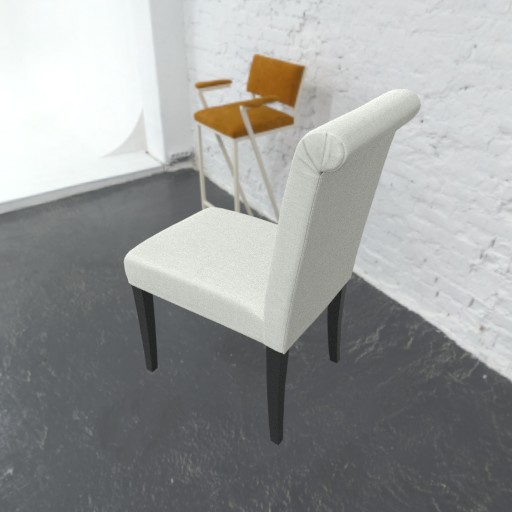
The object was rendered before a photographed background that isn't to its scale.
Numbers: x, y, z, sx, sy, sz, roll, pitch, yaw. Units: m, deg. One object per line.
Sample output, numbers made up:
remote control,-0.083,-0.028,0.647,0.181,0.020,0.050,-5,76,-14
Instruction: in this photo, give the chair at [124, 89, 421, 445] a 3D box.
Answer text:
chair,0.000,0.000,1.356,0.708,0.976,0.452,20,37,28
